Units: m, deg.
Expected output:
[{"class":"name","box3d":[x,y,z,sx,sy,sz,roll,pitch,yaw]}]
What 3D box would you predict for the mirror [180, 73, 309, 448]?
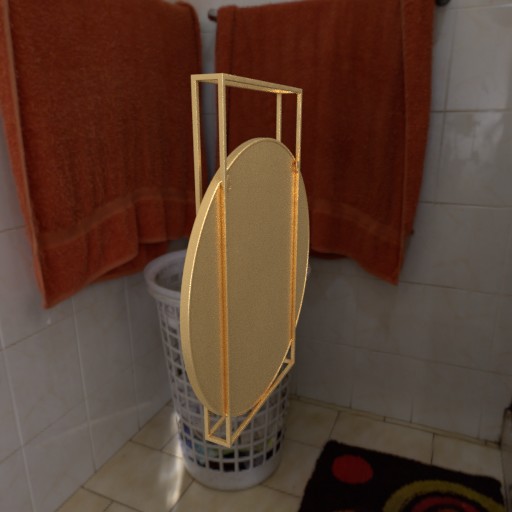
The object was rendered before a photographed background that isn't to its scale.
[{"class":"mirror","box3d":[0.000,0.000,0.827,0.051,0.603,0.508,8,18,24]}]
